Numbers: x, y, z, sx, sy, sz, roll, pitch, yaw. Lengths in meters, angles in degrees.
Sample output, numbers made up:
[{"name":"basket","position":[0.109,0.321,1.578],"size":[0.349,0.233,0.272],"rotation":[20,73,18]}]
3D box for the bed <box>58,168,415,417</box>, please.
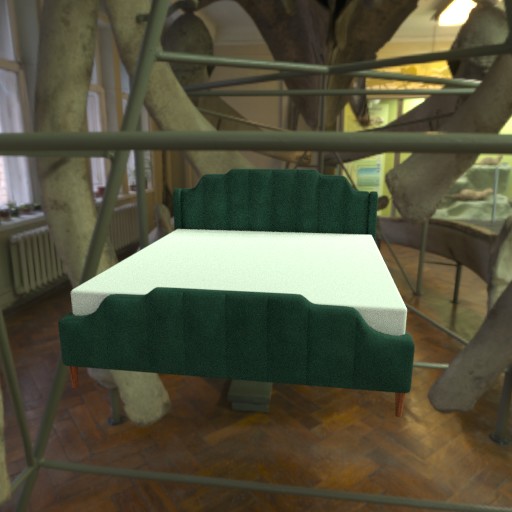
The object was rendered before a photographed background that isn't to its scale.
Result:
[{"name":"bed","position":[0.000,0.000,3.552],"size":[2.074,1.245,2.340],"rotation":[2,15,9]}]
